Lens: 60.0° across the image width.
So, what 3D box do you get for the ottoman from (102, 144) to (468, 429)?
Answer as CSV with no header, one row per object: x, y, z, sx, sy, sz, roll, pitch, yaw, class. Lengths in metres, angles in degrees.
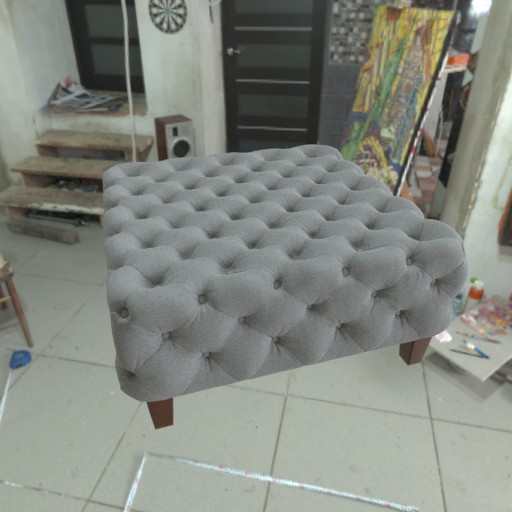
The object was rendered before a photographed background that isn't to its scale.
0.000,0.000,1.430,0.911,0.439,0.917,-9,32,-15,ottoman
